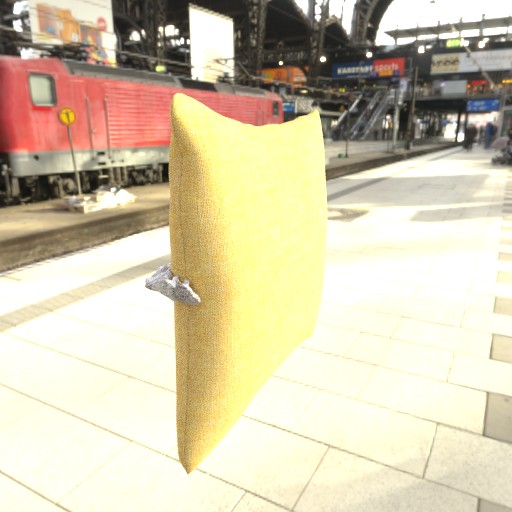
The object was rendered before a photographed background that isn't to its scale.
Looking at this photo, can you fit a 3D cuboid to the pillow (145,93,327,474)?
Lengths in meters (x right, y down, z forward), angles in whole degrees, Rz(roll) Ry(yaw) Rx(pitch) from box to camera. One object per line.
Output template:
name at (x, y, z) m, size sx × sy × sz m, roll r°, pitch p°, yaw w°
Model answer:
pillow at (0.000, 0.000, 0.738) m, size 0.167 × 0.481 × 0.485 m, roll 8°, pitch 18°, yaw 26°
